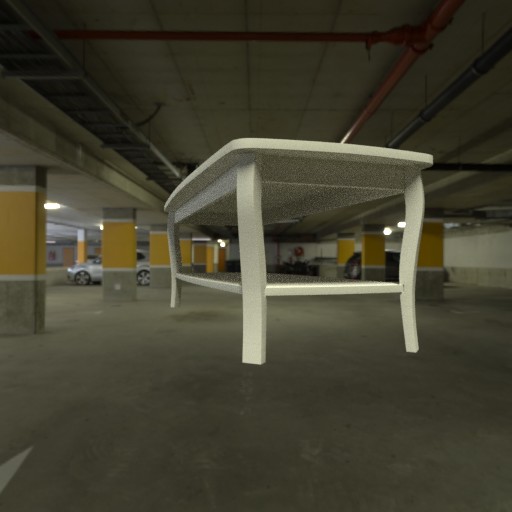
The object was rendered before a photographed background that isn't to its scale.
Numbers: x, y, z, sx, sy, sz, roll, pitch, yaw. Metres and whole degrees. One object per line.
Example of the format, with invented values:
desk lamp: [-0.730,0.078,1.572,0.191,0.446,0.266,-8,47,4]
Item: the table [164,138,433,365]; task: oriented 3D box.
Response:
table: [0.000,0.000,1.597,0.561,0.474,1.334,0,-1,-18]
